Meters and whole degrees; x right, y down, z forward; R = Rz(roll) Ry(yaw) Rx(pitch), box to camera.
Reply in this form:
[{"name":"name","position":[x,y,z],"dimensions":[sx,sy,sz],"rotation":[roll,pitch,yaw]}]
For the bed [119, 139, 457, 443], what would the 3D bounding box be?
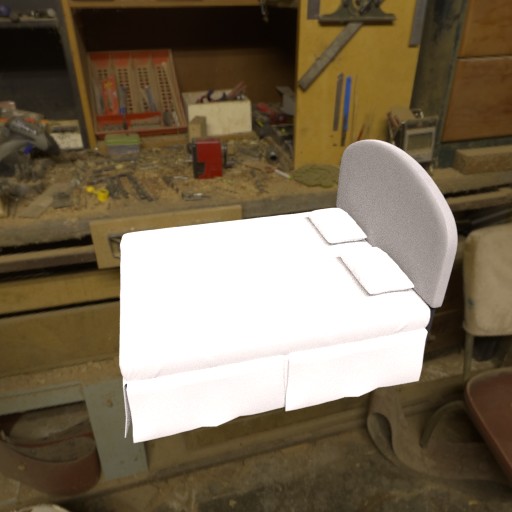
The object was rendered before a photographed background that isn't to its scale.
[{"name":"bed","position":[0.000,0.000,3.137],"dimensions":[2.005,1.410,1.607],"rotation":[-7,32,-12]}]
